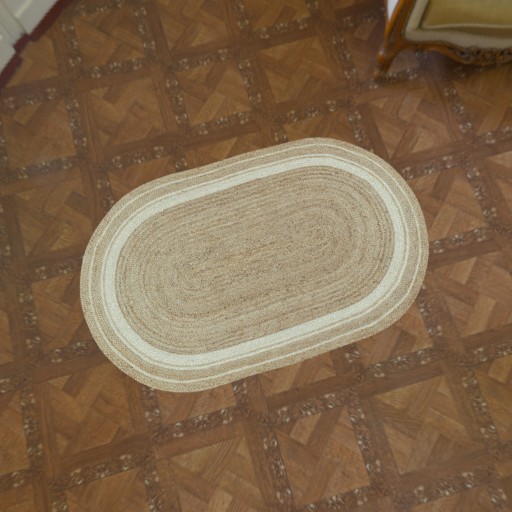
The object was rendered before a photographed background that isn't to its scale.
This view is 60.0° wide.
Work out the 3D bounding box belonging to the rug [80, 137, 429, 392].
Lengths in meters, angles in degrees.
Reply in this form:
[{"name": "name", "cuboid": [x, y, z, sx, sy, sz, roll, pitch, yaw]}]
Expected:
[{"name": "rug", "cuboid": [0.000, 0.000, 3.051, 2.432, 0.006, 1.520, -17, 77, -4]}]
